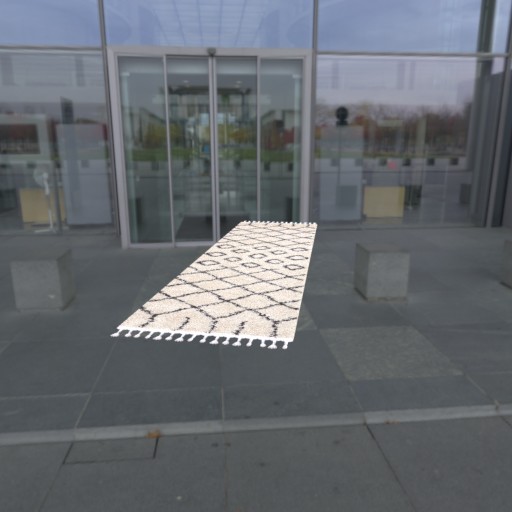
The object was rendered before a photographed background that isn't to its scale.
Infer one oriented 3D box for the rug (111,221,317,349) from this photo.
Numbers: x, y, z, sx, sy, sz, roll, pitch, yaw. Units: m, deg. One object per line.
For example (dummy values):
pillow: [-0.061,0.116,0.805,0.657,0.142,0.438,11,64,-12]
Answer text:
rug: [0.000,0.000,2.718,0.660,0.005,2.464,2,14,9]
